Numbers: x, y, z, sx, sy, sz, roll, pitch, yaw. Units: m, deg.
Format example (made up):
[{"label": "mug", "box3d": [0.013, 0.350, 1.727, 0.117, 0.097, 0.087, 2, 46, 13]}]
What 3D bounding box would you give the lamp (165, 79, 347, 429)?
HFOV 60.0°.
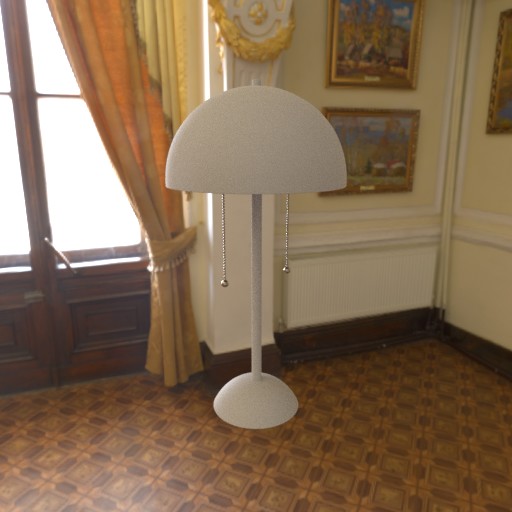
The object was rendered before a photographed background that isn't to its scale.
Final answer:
[{"label": "lamp", "box3d": [0.000, 0.000, 0.444, 0.171, 0.330, 0.171, 0, 14, 0]}]
